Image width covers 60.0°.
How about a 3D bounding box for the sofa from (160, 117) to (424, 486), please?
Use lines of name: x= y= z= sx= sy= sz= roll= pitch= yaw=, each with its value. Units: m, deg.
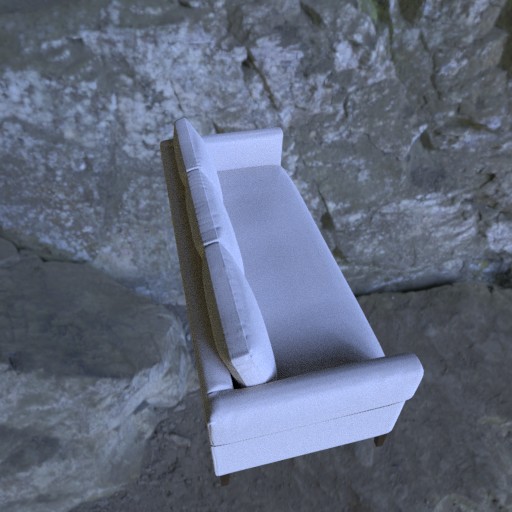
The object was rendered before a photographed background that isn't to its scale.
sofa: x=0.000 y=0.000 z=2.637 sx=0.902 sy=0.911 sz=2.198 roll=-9 pitch=44 yaw=-10
